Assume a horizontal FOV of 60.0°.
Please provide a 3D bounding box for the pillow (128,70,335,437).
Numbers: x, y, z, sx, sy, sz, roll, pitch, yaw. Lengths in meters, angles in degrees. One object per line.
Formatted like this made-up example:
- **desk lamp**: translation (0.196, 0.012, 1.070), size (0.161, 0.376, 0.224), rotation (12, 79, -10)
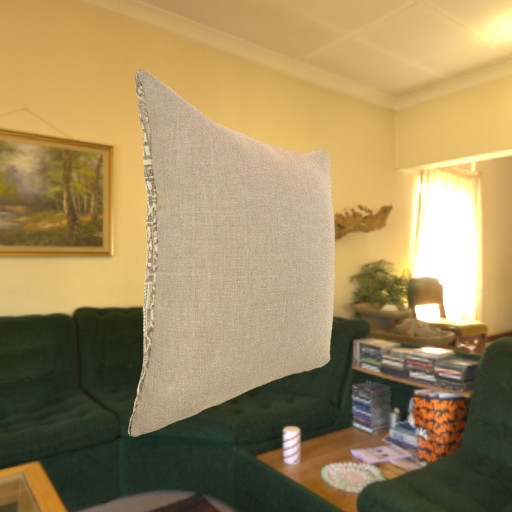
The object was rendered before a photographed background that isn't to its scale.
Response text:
- **pillow**: translation (0.000, 0.000, 0.788), size (0.180, 0.487, 0.546), rotation (0, -1, 36)
